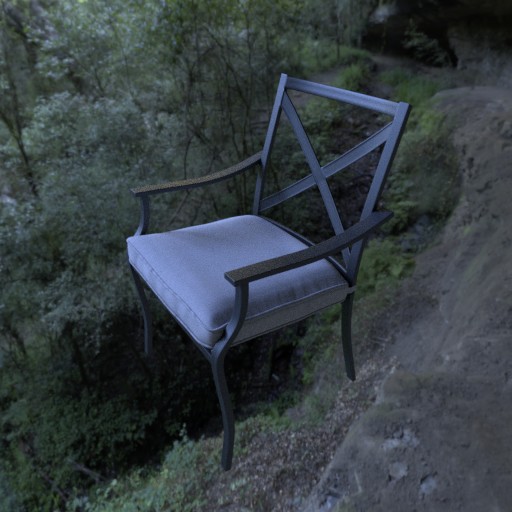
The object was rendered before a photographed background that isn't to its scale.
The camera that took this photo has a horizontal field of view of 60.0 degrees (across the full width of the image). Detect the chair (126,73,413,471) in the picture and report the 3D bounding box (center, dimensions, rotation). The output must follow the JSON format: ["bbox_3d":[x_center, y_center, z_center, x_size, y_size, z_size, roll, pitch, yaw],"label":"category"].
[{"bbox_3d":[0.000,0.000,1.300,0.620,0.889,0.575,-20,37,-29],"label":"chair"}]
